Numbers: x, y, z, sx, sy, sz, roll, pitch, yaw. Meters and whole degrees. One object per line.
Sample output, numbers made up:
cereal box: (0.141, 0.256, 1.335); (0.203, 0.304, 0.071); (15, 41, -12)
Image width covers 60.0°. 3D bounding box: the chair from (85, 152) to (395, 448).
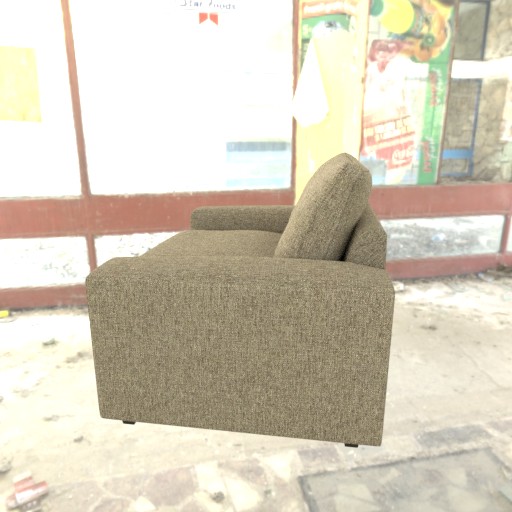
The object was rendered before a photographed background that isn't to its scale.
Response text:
chair: (0.000, 0.000, 2.049); (1.039, 0.915, 1.398); (2, 16, 8)
